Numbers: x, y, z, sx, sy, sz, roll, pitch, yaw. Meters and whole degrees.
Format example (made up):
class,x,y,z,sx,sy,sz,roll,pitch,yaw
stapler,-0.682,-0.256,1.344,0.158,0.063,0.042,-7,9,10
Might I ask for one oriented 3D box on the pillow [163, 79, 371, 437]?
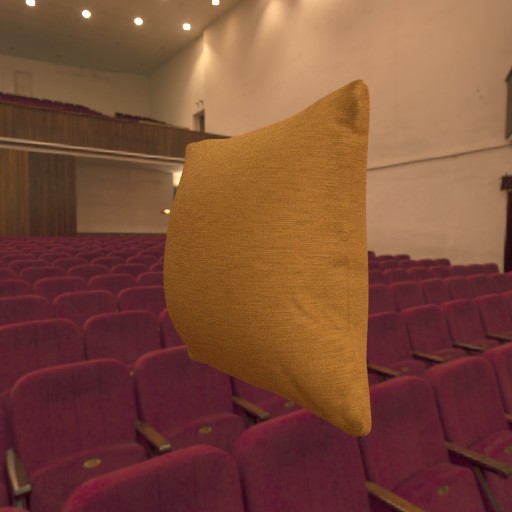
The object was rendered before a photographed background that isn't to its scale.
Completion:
class,x,y,z,sx,sy,sz,roll,pitch,yaw
pillow,0.000,0.000,0.683,0.247,0.417,0.435,-2,3,-36
